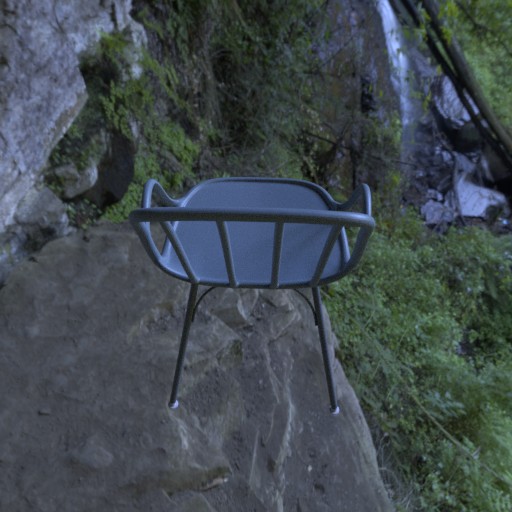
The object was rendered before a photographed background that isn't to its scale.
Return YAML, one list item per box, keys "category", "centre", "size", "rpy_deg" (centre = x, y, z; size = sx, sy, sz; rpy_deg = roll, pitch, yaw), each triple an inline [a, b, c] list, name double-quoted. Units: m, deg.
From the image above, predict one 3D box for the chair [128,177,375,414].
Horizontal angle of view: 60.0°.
- category: "chair"
  centre: [0.000, 0.000, 1.195]
  size: [0.549, 0.816, 0.597]
  rpy_deg: [1, 46, 1]
